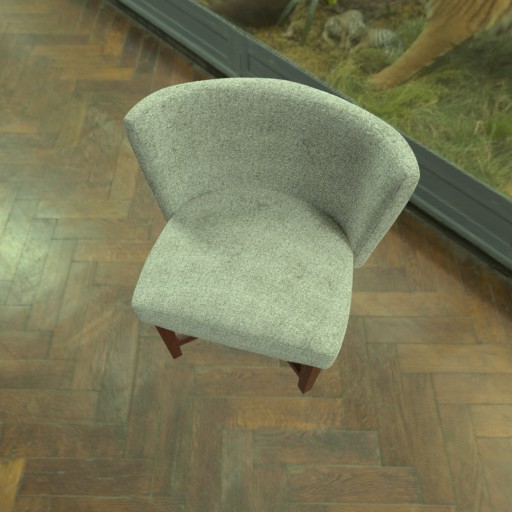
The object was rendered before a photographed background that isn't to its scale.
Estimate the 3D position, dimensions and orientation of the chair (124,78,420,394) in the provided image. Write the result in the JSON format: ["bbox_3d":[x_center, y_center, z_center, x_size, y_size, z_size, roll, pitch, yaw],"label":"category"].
[{"bbox_3d":[0.000,0.000,1.330,0.728,0.827,0.575,13,59,8],"label":"chair"}]
